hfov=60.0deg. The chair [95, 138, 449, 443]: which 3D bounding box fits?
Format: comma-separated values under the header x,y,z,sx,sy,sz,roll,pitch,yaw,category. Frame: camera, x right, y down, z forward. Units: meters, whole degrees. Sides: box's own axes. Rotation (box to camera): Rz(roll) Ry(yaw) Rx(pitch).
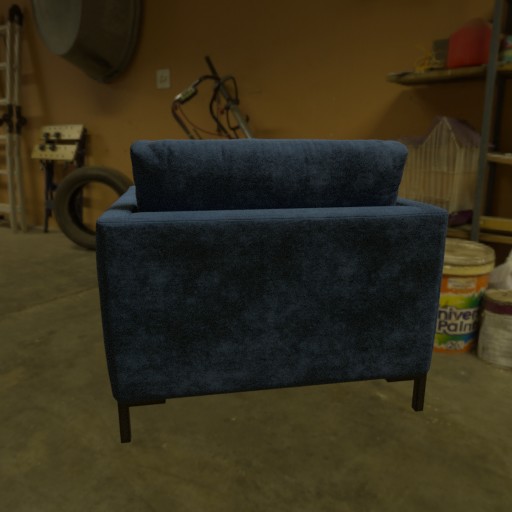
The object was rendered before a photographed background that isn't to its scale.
x,y,z,sx,sy,sz,roll,pitch,yaw,category
0.000,0.000,1.597,0.964,0.812,0.875,-2,14,-9,chair
